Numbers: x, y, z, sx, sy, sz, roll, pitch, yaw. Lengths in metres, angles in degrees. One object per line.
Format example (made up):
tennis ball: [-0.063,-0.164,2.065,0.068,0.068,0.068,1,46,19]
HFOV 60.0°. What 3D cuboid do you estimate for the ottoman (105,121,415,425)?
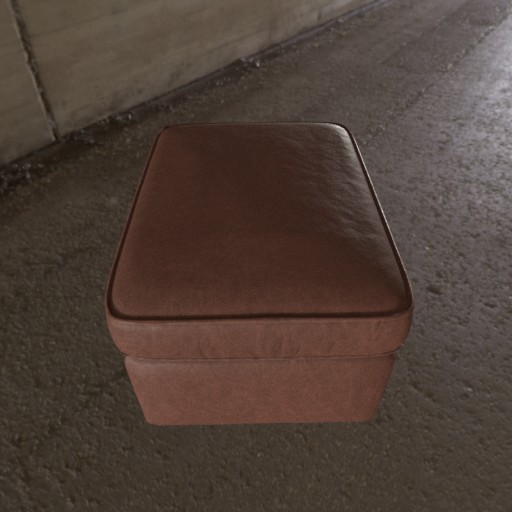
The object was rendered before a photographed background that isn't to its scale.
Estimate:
ottoman: [0.000,0.000,1.119,0.548,0.449,0.749,-1,42,-1]
